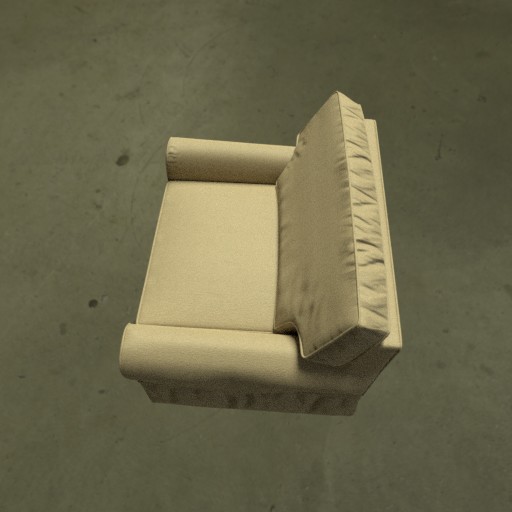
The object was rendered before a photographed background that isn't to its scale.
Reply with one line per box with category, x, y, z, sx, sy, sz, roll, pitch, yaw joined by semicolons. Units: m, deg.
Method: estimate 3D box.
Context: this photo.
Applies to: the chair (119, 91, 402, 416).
chair;0.000;0.000;1.807;0.903;0.937;1.096;3;58;2
